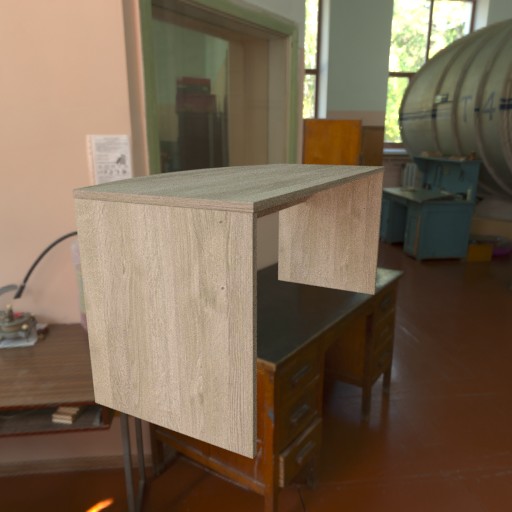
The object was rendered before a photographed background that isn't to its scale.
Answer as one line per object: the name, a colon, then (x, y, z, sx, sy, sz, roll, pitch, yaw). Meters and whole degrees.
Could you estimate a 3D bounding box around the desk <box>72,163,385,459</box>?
desk: (0.000, 0.000, 2.062, 0.802, 0.752, 1.600, 7, 17, 26)
